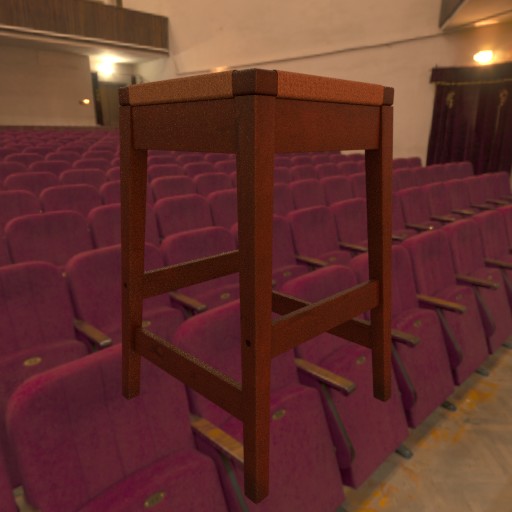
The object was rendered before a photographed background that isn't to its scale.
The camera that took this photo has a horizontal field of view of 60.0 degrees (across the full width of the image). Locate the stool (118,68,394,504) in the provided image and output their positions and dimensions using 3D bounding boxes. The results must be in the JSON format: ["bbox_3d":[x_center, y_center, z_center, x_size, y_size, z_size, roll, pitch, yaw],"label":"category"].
[{"bbox_3d":[0.000,0.000,1.062,0.497,0.762,0.507,-15,21,-43],"label":"stool"}]
